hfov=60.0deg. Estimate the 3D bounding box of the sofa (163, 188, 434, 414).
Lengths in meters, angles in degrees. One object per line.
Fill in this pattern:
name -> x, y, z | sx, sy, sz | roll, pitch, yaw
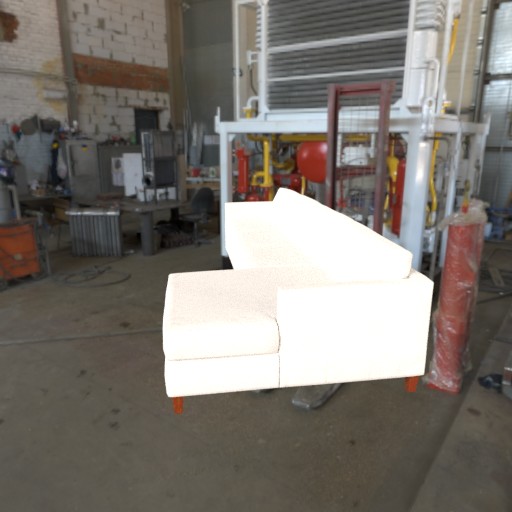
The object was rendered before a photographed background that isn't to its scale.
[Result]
sofa -> 0.000, 0.000, 4.184 | 1.606, 0.954, 3.471 | -2, 15, -9
